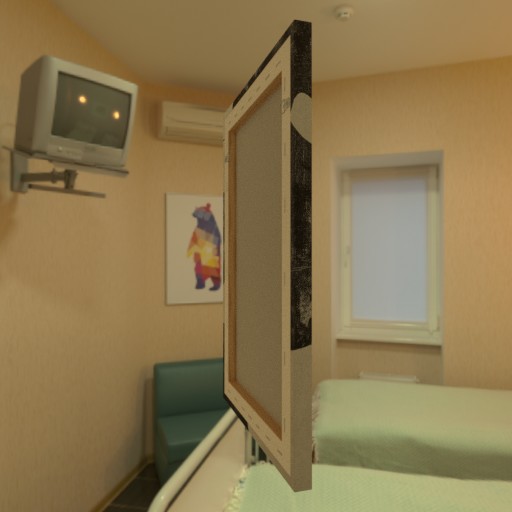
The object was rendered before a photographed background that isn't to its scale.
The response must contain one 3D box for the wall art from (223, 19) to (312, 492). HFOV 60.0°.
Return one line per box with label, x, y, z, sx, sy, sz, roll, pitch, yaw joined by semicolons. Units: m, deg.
wall art;0.000;0.000;1.152;0.041;0.915;0.610;0;0;-17
